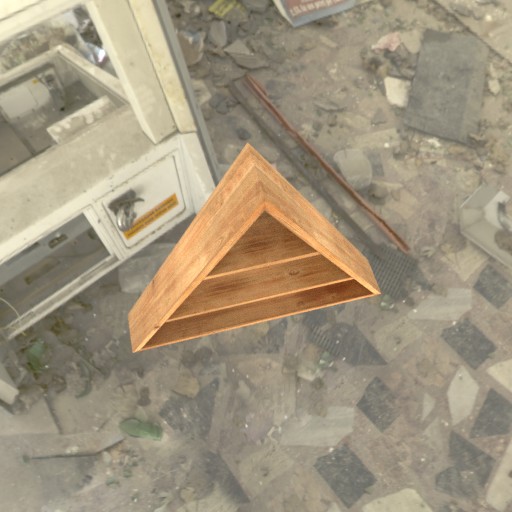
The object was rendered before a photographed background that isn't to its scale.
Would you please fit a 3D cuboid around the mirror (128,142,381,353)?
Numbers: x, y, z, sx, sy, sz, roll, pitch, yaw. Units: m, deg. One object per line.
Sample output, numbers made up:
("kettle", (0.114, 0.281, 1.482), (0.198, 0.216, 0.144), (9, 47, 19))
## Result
("mirror", (0.000, 0.000, 0.865), (0.631, 0.548, 0.100), (-12, 64, -6))
